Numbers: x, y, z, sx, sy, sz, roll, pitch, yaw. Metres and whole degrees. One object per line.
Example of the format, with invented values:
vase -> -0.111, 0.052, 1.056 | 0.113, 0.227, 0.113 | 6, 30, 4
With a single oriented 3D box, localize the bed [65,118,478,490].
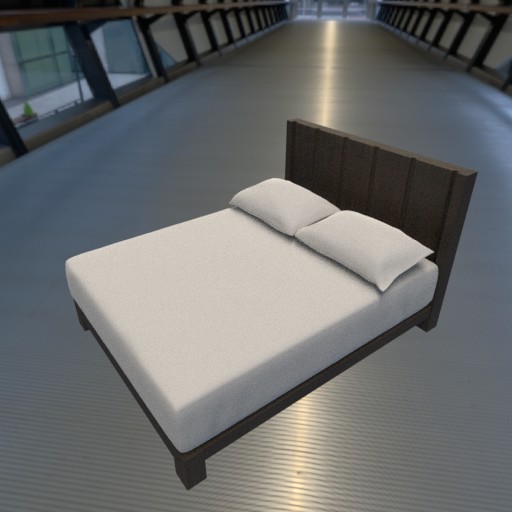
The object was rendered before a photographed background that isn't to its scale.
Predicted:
bed -> 0.000, 0.000, 3.161 | 2.242, 1.270, 1.727 | -21, 37, -31
